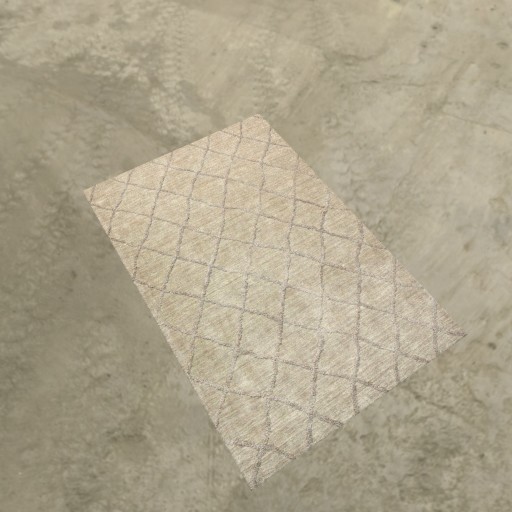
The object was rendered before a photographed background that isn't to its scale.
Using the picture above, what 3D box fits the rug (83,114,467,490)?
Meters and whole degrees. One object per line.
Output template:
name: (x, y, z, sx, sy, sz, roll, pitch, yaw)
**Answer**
rug: (0.000, 0.000, 2.920, 1.521, 0.015, 2.280, -29, 63, -16)
